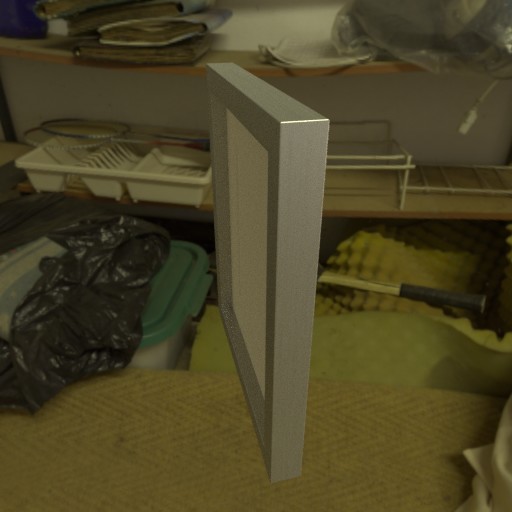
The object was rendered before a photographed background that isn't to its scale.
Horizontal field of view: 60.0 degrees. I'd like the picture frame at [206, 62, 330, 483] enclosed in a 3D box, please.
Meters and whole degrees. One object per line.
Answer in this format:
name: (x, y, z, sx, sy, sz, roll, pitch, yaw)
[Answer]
picture frame: (0.000, 0.000, 0.383, 0.036, 0.282, 0.233, -7, 31, -12)
